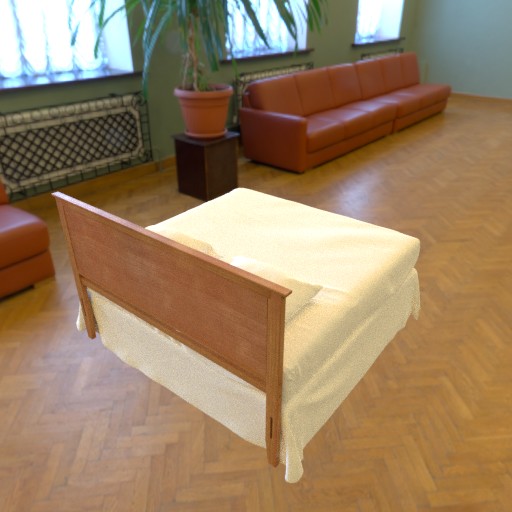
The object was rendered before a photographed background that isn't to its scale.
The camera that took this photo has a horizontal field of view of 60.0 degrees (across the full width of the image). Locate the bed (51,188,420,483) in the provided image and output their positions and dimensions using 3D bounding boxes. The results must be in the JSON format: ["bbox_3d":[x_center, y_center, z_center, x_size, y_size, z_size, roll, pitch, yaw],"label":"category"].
[{"bbox_3d":[0.000,0.000,3.612,2.317,1.270,2.215,21,36,33],"label":"bed"}]
